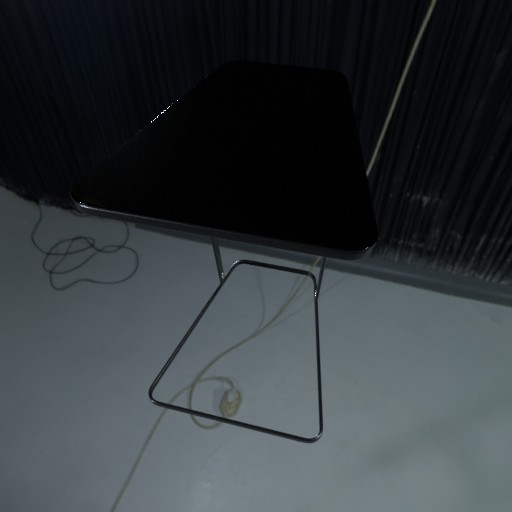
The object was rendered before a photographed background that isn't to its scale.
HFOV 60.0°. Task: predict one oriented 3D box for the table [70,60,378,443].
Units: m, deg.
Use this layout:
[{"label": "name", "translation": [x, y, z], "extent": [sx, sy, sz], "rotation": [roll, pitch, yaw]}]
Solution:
[{"label": "table", "translation": [0.000, 0.000, 0.964], "extent": [0.427, 0.624, 0.500], "rotation": [10, 47, 10]}]
